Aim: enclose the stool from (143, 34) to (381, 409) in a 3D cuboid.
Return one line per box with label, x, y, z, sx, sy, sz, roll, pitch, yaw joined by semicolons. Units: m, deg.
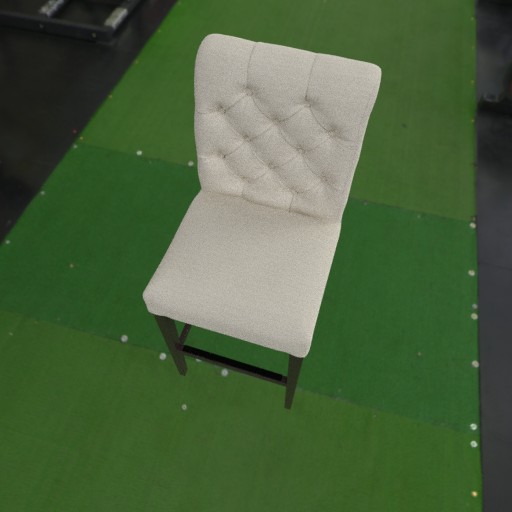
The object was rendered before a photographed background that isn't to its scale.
stool;0.000;0.000;1.435;0.482;1.118;0.610;15;58;10
